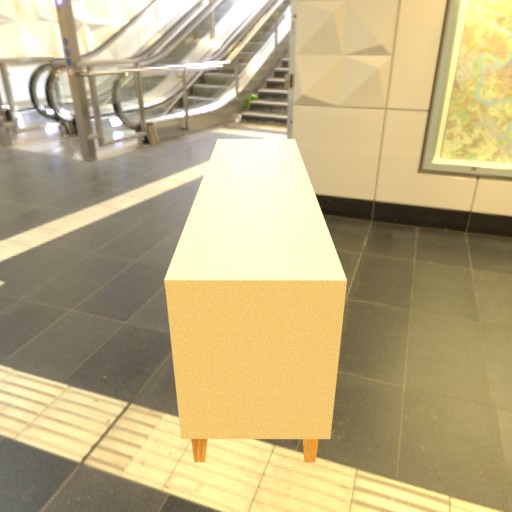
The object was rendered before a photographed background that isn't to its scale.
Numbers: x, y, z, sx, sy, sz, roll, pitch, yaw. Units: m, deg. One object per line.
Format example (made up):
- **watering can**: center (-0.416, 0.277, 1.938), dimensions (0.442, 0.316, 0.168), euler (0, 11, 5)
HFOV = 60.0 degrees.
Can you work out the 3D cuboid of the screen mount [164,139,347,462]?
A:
- **screen mount**: center (0.000, 0.000, 1.774), dimensions (0.400, 0.619, 1.490), euler (0, 26, 0)
